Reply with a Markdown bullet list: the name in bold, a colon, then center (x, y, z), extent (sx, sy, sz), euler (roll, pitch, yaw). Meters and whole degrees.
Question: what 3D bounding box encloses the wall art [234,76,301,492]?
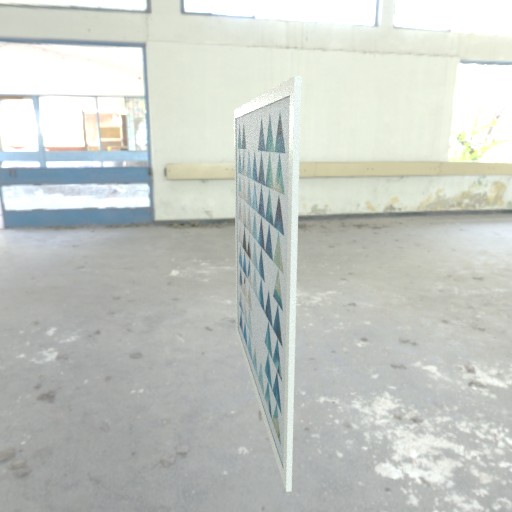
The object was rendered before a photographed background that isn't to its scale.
- **wall art**: center (0.000, 0.000, 1.209), extent (0.012, 0.809, 0.809), euler (-2, 15, -9)
